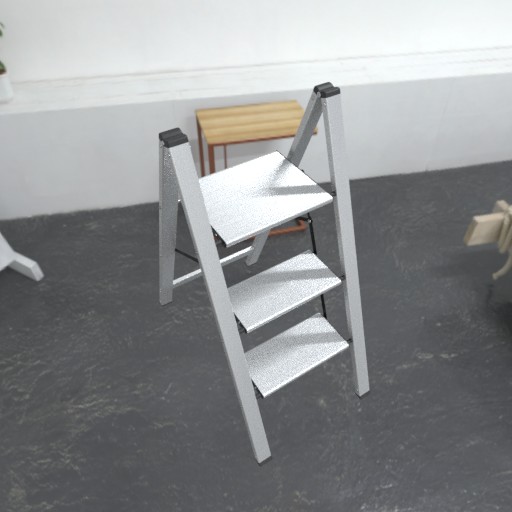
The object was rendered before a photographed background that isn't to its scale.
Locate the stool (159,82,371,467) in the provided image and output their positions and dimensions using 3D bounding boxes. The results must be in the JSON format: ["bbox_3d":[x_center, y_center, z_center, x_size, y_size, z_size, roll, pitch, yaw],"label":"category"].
[{"bbox_3d":[0.000,0.000,1.272,0.441,0.902,0.730,-24,50,-22],"label":"stool"}]
